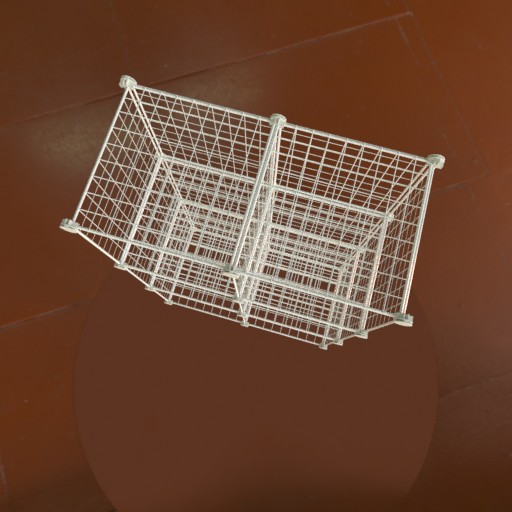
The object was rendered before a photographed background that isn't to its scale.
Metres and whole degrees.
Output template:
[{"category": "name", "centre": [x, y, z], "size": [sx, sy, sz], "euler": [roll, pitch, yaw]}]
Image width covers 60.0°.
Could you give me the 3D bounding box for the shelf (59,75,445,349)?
[{"category": "shelf", "centre": [0.000, 0.000, 1.403], "size": [0.711, 1.067, 0.356], "euler": [15, 76, 4]}]
